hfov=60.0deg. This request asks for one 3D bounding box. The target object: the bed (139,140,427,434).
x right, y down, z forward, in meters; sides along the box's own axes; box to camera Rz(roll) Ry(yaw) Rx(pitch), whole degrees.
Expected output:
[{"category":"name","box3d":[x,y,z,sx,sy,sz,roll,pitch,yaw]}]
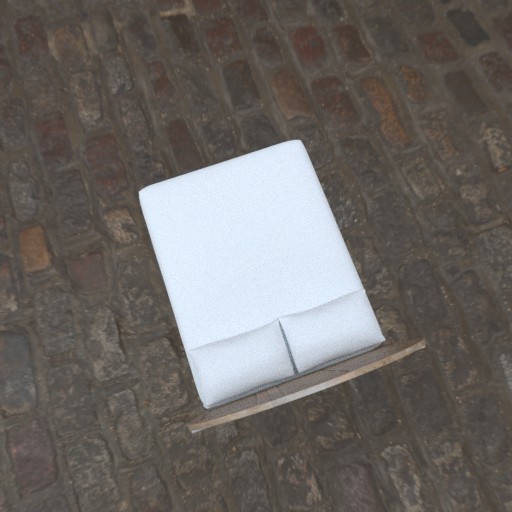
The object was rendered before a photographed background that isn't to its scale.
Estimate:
[{"category":"bed","box3d":[0.000,0.000,3.502,1.713,2.002,2.112,-19,77,-5]}]
